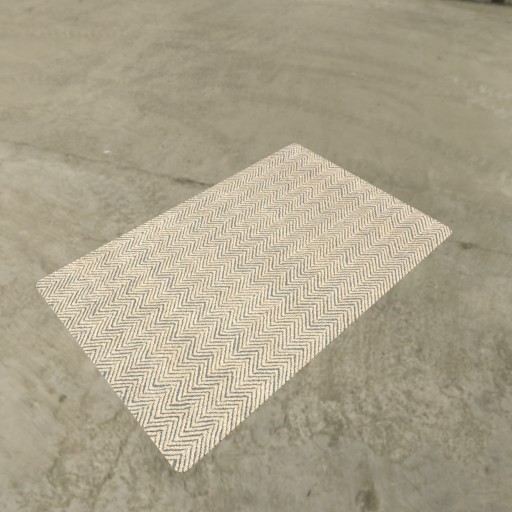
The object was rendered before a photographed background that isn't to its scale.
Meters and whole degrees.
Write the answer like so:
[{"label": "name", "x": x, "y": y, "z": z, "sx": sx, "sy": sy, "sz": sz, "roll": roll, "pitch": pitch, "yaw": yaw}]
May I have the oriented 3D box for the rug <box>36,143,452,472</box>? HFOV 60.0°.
[{"label": "rug", "x": 0.000, "y": 0.000, "z": 2.174, "sx": 1.752, "sy": 0.008, "sz": 1.144, "roll": -34, "pitch": 55, "yaw": -28}]
